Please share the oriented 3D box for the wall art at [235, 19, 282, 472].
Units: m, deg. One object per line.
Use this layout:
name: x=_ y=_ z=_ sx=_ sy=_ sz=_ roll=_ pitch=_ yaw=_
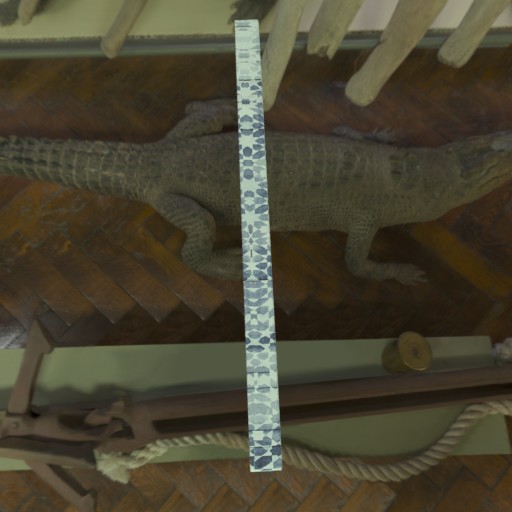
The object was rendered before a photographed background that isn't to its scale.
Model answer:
wall art: x=0.000 y=0.000 z=1.139 sx=0.057 sy=0.608 sz=0.911 roll=-2 pitch=74 yaw=-1
